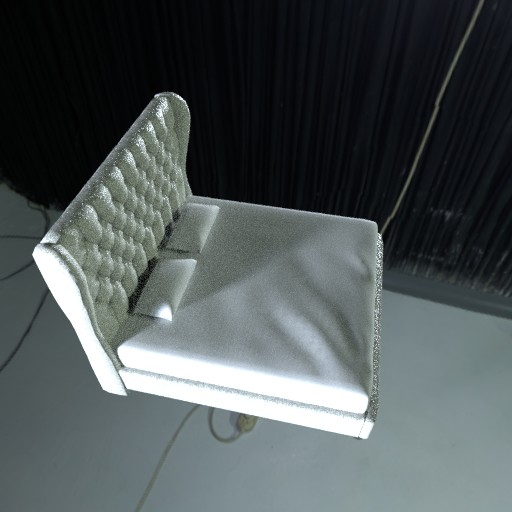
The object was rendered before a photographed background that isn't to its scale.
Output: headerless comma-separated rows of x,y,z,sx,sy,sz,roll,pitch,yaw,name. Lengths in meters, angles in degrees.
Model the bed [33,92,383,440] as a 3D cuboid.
0.000,0.000,3.853,2.347,1.771,2.219,9,47,8,bed
